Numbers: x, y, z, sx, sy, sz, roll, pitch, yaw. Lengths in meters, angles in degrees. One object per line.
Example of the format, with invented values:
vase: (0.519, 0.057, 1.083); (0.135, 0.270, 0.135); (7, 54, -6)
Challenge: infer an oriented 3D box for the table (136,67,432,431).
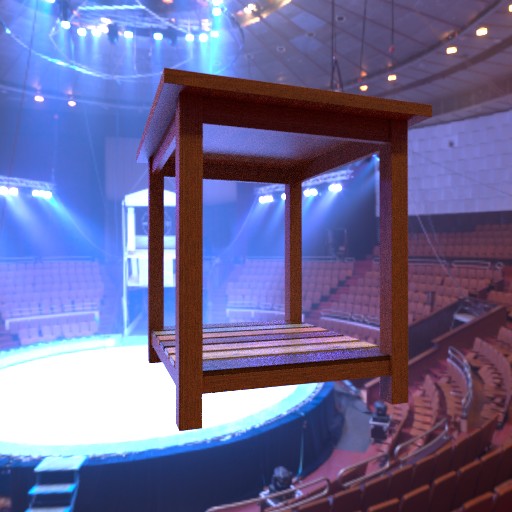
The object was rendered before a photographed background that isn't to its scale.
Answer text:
table: (0.000, 0.000, 1.154); (0.559, 0.635, 0.660); (0, 0, -19)
